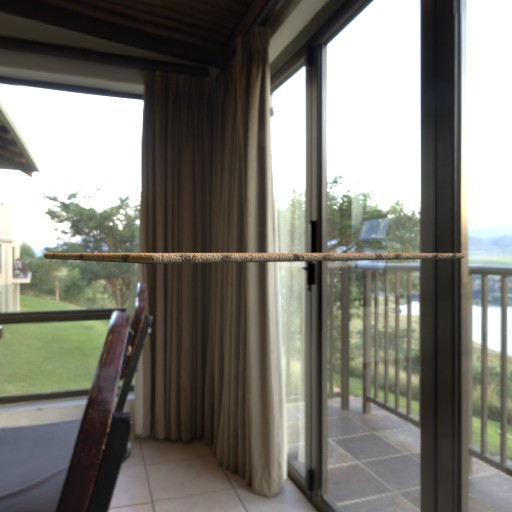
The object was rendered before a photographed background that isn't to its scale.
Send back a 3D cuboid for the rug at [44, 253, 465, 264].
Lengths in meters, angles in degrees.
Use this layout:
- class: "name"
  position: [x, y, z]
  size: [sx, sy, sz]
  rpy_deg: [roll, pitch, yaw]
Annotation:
- class: "rug"
  position: [0.000, 0.000, 2.091]
  size: [1.600, 0.025, 1.200]
  rpy_deg: [0, 1, -38]
